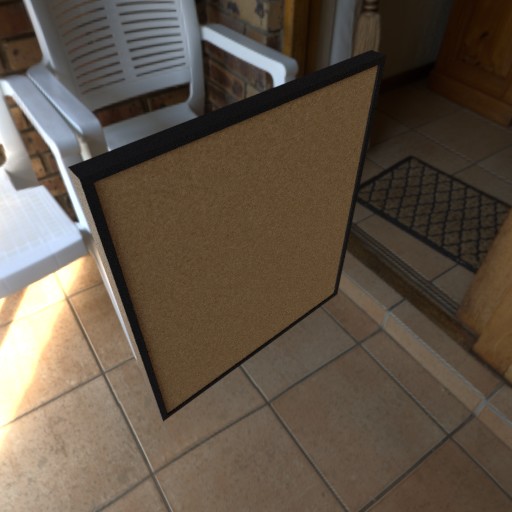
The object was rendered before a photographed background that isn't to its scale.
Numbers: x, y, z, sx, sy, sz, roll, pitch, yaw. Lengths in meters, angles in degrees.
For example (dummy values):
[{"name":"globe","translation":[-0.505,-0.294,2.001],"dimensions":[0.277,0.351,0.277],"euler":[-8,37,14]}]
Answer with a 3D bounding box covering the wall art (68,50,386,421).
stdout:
[{"name":"wall art","translation":[0.000,0.000,0.517],"dimensions":[0.330,0.381,0.019],"euler":[-31,53,-27]}]
